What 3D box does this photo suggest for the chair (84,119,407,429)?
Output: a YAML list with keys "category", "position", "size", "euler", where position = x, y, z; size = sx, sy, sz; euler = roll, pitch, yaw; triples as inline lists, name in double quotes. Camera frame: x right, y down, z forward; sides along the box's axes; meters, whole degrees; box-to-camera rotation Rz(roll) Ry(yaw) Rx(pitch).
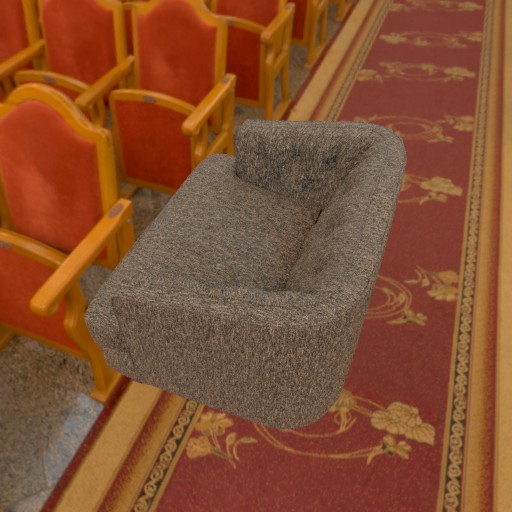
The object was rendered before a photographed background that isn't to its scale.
- category: "chair"
  position: [0.000, 0.000, 1.791]
  size: [0.941, 0.852, 1.104]
  euler: [16, 49, 14]
